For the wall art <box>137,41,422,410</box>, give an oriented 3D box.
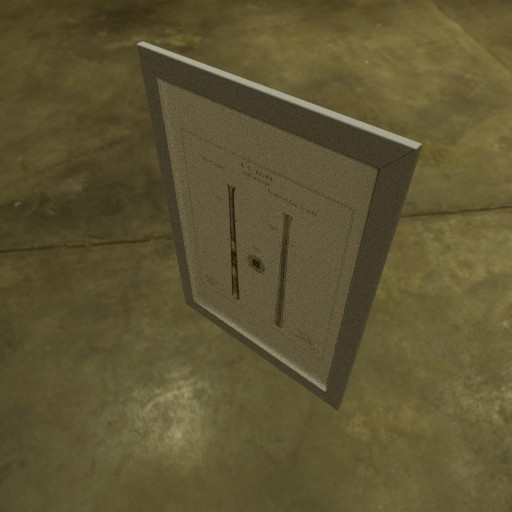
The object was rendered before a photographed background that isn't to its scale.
[{"bbox_3d":[0.000,0.000,0.665,0.374,0.529,0.012,30,53,26],"label":"wall art"}]
